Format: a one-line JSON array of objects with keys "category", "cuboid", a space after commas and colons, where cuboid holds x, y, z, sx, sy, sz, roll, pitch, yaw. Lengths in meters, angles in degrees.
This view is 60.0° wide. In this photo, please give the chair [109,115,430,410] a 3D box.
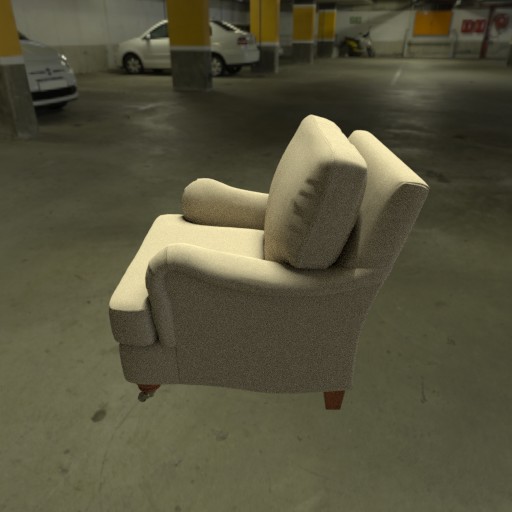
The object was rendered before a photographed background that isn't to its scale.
[{"category": "chair", "cuboid": [0.000, 0.000, 1.917, 1.078, 1.076, 0.895, 0, 27, 1]}]
